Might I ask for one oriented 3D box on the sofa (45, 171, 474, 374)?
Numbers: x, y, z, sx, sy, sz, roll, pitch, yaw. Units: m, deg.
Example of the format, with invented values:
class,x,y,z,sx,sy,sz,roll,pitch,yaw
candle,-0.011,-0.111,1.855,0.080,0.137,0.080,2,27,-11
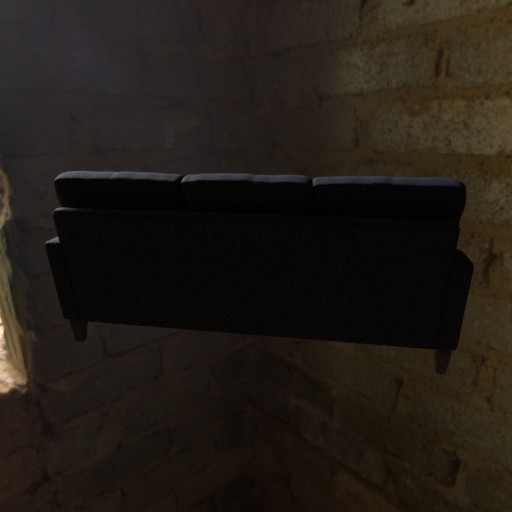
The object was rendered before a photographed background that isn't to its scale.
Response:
class,x,y,z,sx,sy,sz,roll,pitch,yaw
sofa,0.000,0.000,2.550,2.115,0.984,0.888,3,16,10
